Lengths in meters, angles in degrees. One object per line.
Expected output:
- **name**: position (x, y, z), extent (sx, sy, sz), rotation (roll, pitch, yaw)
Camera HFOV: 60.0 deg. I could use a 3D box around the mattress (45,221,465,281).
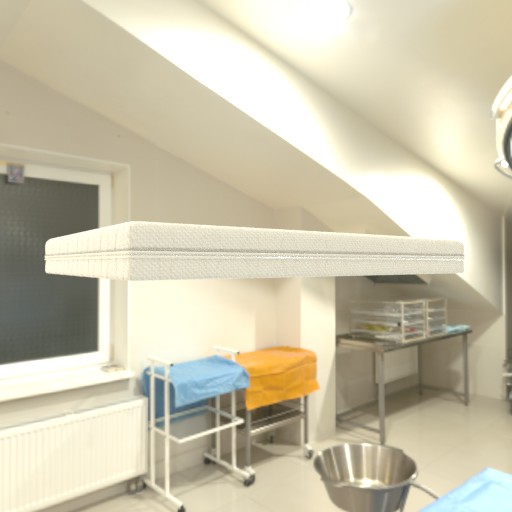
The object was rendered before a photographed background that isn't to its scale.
- **mattress**: position (0.000, 0.000, 2.565), extent (2.000, 0.200, 1.400), rotation (1, -1, -36)
